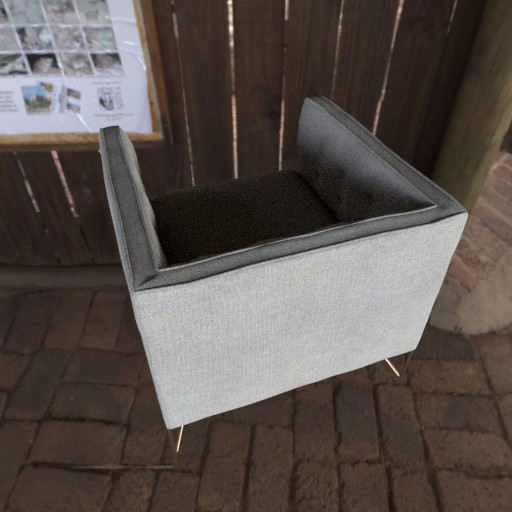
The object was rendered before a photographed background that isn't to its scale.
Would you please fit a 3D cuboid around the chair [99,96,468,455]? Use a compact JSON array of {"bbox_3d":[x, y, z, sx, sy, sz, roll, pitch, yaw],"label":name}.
[{"bbox_3d":[0.000,0.000,1.633,0.920,0.799,0.912,-13,43,-15],"label":"chair"}]
